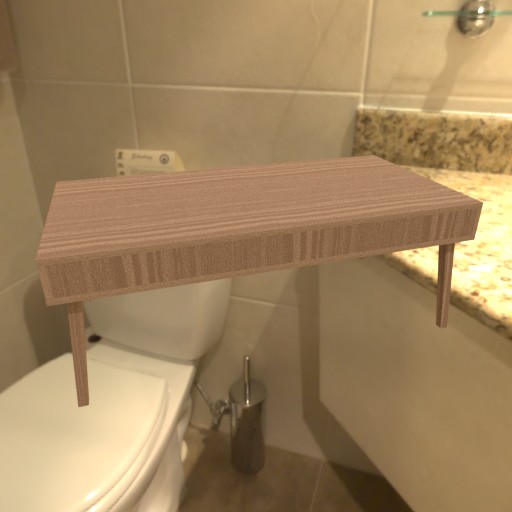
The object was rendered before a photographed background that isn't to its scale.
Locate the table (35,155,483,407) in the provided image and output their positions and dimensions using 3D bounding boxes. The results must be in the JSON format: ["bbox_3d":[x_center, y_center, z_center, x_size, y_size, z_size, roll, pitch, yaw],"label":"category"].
[{"bbox_3d":[0.000,0.000,1.481,1.200,0.450,0.600,-8,28,-16],"label":"table"}]
